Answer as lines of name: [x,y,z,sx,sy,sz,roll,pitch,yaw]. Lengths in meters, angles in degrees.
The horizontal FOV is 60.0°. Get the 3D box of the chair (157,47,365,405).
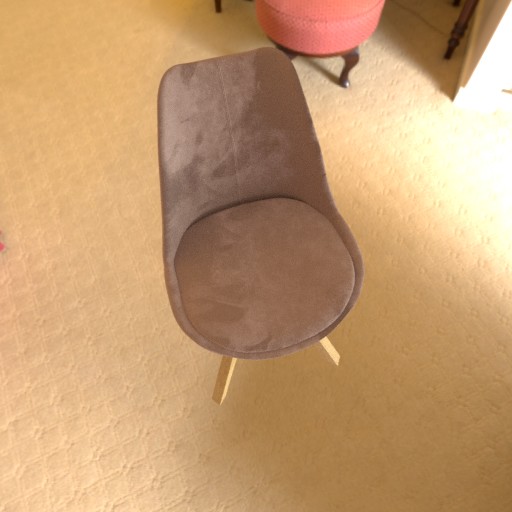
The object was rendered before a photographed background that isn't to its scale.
chair: [0.000,0.000,1.174,0.485,0.850,0.550,-16,64,-8]
